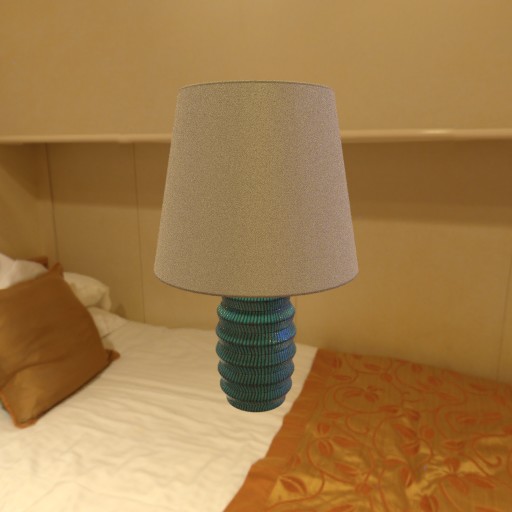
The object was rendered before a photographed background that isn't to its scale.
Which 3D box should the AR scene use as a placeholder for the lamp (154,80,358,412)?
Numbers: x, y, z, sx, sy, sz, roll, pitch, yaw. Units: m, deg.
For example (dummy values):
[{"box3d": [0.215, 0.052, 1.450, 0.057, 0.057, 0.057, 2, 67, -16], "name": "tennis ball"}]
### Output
[{"box3d": [0.000, 0.000, 0.561, 0.254, 0.392, 0.254, 0, 13, 0], "name": "lamp"}]
